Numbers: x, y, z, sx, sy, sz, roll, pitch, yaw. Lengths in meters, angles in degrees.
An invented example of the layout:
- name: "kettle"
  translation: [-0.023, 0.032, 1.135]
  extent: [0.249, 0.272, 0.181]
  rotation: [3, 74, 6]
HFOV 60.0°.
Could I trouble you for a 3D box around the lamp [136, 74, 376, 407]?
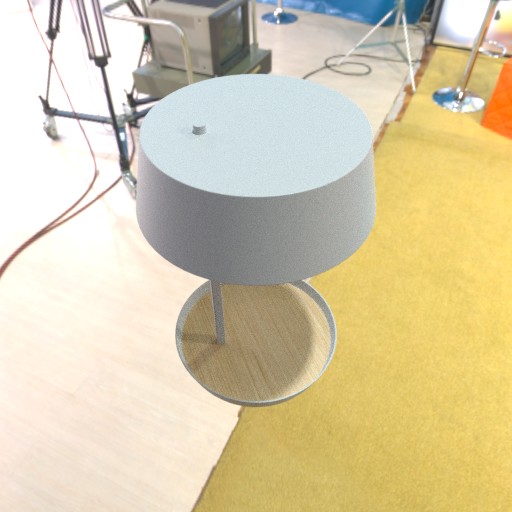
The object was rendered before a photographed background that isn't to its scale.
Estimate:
- name: "lamp"
  translation: [0.000, 0.000, 0.625]
  extent: [0.291, 0.429, 0.291]
  rotation: [0, 46, 0]
